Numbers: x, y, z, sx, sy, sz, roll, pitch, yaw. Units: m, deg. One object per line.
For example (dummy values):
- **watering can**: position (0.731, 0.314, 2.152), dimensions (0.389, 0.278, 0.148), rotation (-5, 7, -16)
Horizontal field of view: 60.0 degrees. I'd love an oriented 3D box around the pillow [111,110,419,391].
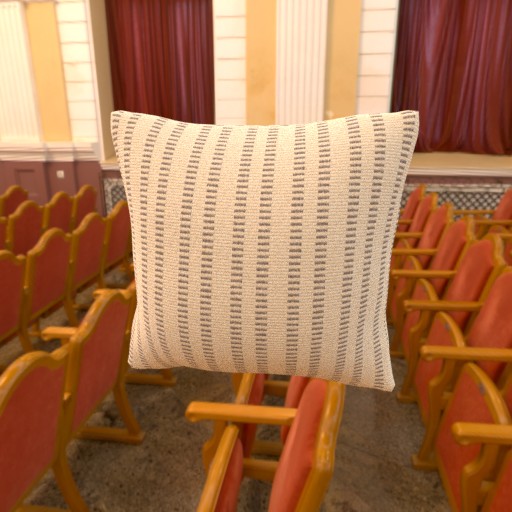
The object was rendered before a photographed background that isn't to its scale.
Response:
- **pillow**: position (0.000, 0.000, 0.669), dimensions (0.438, 0.419, 0.247), rotation (3, 17, 9)
